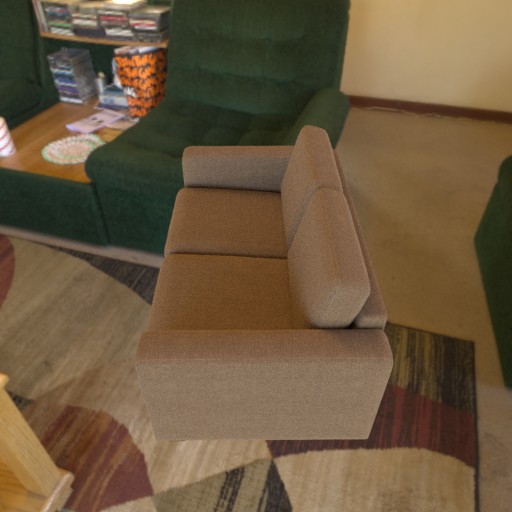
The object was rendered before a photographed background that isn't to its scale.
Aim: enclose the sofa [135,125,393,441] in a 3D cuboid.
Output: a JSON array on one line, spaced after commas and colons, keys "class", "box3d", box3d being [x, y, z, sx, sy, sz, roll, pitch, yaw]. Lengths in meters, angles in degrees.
[{"class": "sofa", "box3d": [0.000, 0.000, 2.115, 0.900, 0.800, 1.520, 0, 41, 0]}]
